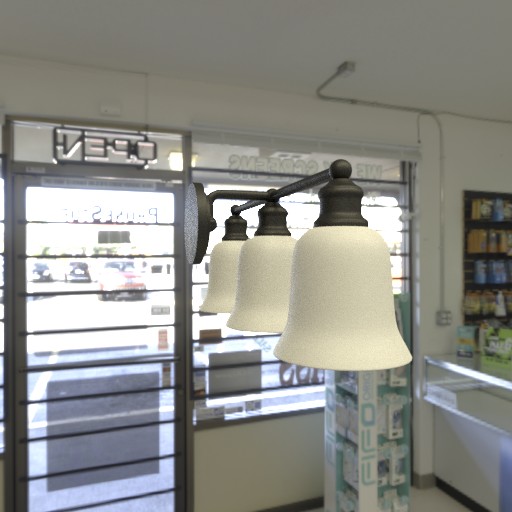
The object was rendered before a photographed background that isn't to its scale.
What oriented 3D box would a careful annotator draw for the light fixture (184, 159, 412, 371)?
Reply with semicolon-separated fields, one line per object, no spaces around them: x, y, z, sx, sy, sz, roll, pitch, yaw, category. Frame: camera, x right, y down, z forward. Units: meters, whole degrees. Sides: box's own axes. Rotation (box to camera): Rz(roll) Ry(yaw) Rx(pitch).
0.000;0.000;0.669;0.198;0.211;0.570;0;0;-18;light fixture
